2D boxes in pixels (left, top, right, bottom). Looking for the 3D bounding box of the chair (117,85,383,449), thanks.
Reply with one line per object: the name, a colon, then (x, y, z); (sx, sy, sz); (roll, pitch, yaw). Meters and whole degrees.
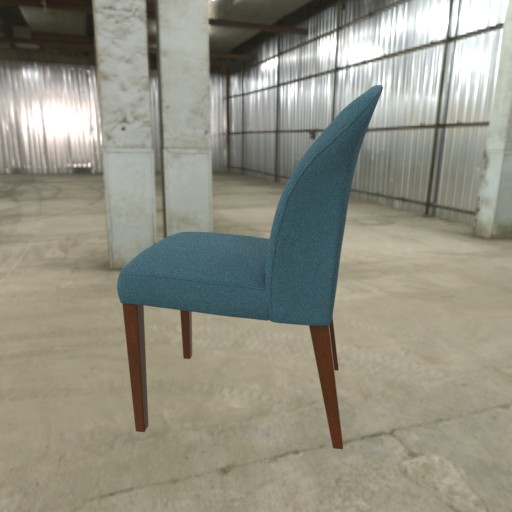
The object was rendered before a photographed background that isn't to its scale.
chair: (0.000, 0.000, 1.238); (0.620, 0.879, 0.507); (2, 14, 8)
